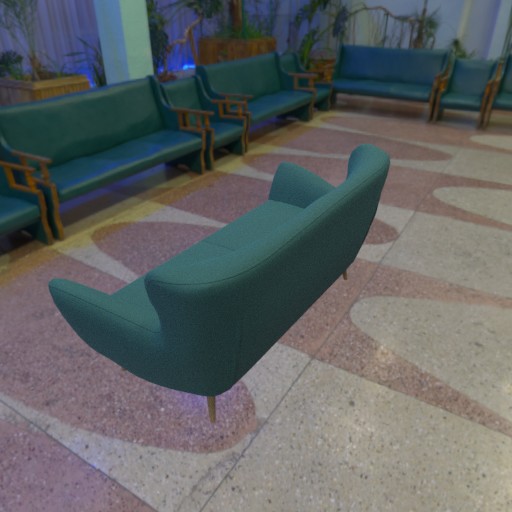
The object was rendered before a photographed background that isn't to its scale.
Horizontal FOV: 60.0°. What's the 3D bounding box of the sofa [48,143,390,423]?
[{"bbox_3d":[0.000,0.000,2.424,0.889,0.890,1.930,19,36,29],"label":"sofa"}]
